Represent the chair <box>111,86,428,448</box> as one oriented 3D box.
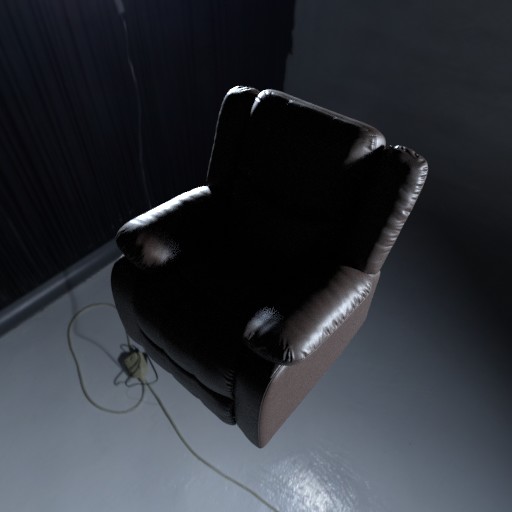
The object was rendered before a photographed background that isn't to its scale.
[{"bbox_3d":[0.000,0.000,1.757,0.899,1.009,0.934,31,53,27],"label":"chair"}]
